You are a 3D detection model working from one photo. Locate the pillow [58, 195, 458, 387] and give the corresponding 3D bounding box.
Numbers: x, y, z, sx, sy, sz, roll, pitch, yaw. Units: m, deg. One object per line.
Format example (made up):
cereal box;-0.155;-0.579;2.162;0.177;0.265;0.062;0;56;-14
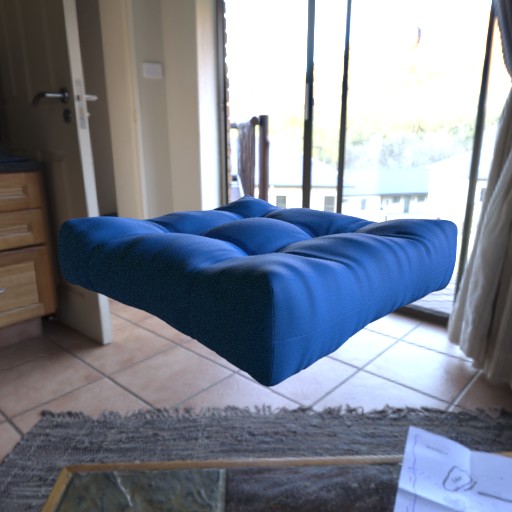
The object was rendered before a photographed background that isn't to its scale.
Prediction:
pillow;0.000;0.000;0.724;0.490;0.128;0.468;14;20;42
